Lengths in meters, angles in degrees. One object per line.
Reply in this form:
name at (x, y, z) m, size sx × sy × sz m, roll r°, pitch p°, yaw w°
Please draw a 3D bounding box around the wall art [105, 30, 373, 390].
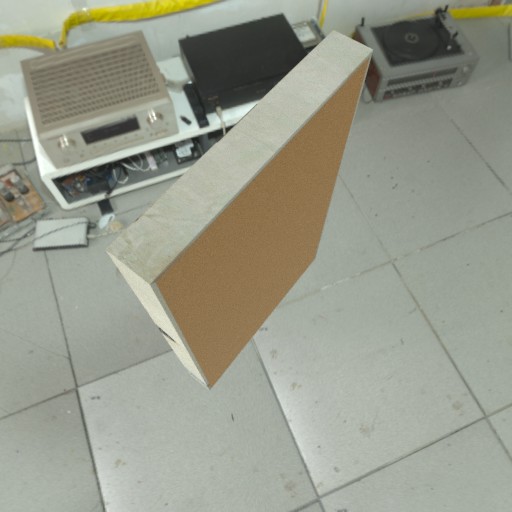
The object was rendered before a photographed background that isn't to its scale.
wall art at (0.000, 0.000, 0.483) m, size 0.038 × 0.381 × 0.254 m, roll 35°, pitch 69°, yaw 16°
